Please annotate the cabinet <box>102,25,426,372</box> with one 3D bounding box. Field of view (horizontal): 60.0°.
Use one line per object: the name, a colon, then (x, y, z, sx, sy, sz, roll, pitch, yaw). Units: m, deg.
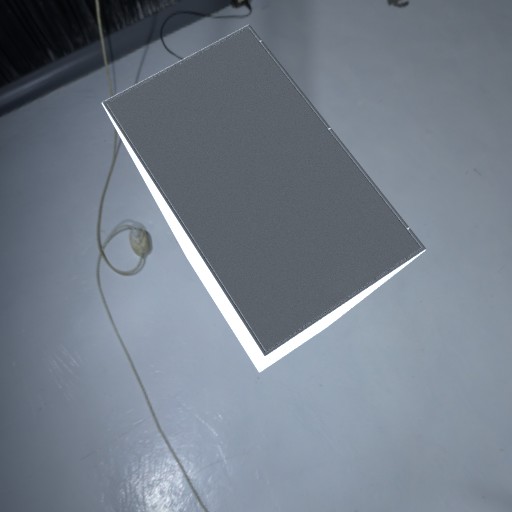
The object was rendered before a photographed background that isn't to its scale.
cabinet: (0.000, 0.000, 2.317, 0.580, 1.920, 0.980, -32, 77, -9)
